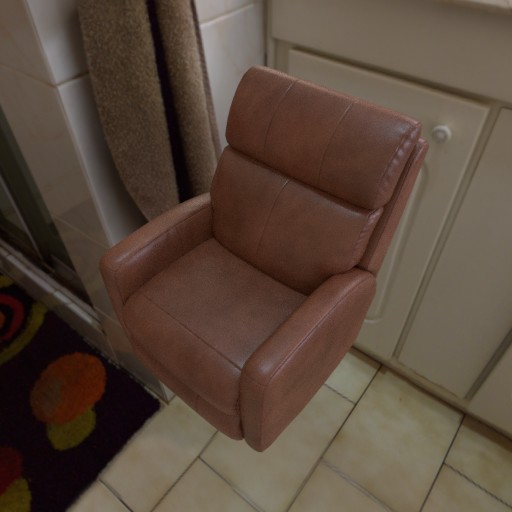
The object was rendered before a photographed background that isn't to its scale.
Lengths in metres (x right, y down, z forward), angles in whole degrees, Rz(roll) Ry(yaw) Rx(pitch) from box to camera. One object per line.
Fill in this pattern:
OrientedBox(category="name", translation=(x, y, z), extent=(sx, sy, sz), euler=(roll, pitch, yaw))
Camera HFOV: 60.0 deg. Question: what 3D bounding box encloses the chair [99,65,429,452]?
OrientedBox(category="chair", translation=(0.000, 0.000, 1.646), extent=(0.787, 1.016, 0.939), euler=(31, 53, 27))
